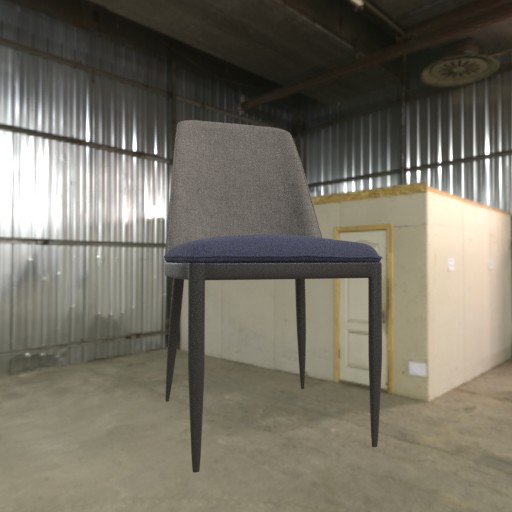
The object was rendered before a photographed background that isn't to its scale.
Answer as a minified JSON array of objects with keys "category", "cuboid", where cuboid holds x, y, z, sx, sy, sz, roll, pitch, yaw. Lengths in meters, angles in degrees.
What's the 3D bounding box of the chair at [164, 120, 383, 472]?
[{"category":"chair","cuboid":[0.000,0.000,1.179,0.488,0.855,0.550,0,0,-17]}]
